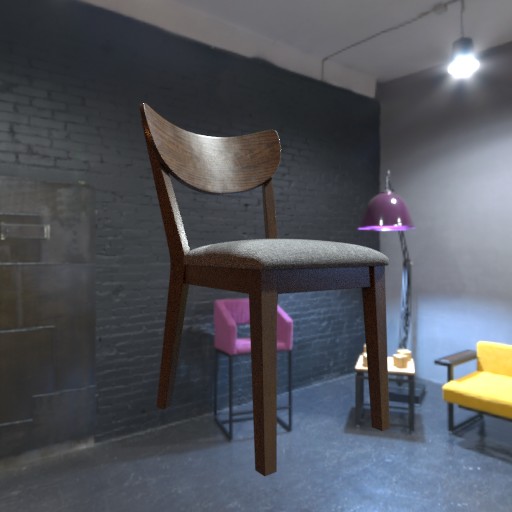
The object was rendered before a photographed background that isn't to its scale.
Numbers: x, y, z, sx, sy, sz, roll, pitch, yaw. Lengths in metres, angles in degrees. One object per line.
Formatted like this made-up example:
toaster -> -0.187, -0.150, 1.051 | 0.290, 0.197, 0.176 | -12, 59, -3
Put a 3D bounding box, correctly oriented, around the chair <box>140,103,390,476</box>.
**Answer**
chair -> 0.000, 0.000, 1.205 | 0.491, 0.849, 0.583 | -1, 1, -37
